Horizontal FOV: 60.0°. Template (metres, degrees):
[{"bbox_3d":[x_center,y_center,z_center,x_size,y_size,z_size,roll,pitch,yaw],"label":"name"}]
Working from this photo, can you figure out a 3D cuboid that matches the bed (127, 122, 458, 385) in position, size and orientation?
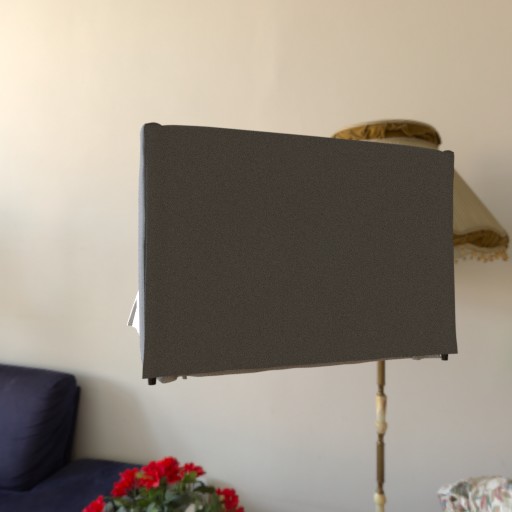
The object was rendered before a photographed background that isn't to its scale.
[{"bbox_3d":[0.000,0.000,3.543,1.925,1.332,2.276,0,-1,-18],"label":"bed"}]
